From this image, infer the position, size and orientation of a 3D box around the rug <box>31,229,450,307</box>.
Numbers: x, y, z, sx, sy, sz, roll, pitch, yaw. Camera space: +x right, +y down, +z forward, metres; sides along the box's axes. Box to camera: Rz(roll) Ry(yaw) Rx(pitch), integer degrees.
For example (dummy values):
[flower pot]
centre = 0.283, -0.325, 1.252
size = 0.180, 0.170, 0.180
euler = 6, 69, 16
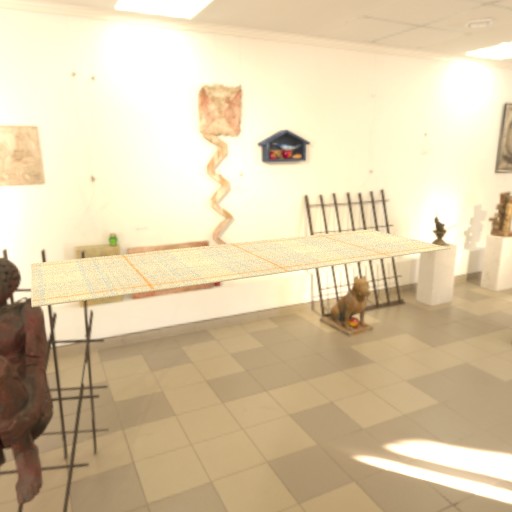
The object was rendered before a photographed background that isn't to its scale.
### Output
[rug]
centre = 0.000, 0.000, 2.680
size = 2.442, 0.016, 0.770
euler = -7, 15, -26
